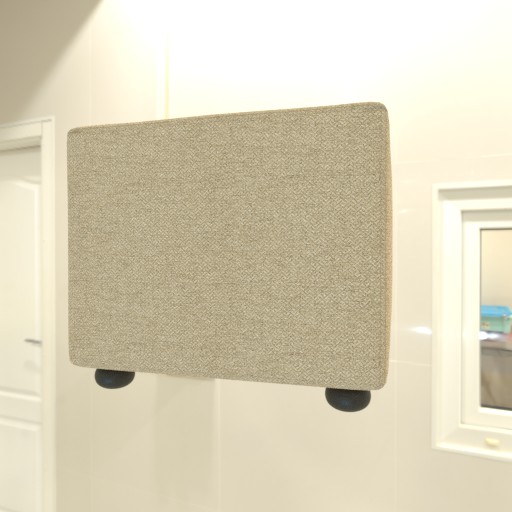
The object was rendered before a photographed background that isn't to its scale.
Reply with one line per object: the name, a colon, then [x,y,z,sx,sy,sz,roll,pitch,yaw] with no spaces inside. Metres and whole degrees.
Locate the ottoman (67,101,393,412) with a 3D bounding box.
ottoman: [0.000,0.000,0.870,0.508,0.432,0.508,0,1,16]
